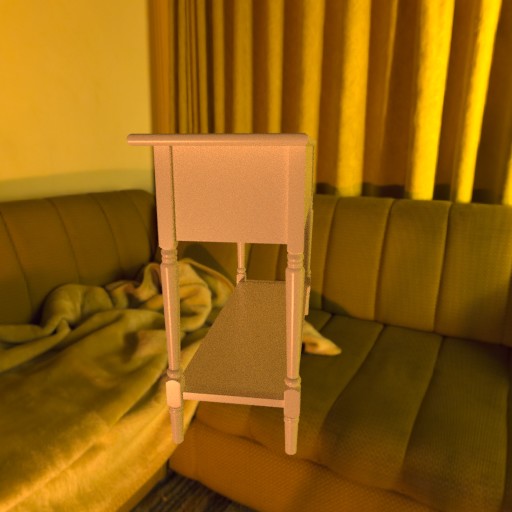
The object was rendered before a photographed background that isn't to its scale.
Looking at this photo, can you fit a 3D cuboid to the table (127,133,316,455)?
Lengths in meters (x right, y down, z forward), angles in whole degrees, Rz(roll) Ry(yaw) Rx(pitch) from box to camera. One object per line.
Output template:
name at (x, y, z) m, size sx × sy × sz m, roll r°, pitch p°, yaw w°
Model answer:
table at (0.000, 0.000, 1.583) m, size 0.386 × 0.814 × 1.191 m, roll 2°, pitch 14°, yaw 8°
